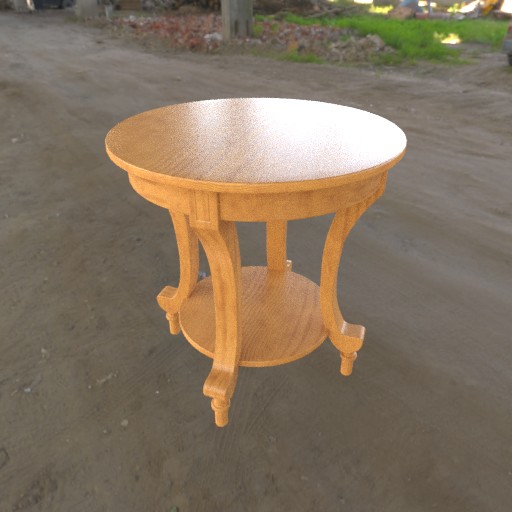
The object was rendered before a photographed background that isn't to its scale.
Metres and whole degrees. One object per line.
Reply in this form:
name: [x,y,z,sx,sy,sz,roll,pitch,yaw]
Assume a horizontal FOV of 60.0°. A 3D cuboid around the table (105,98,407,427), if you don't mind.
table: [0.000,0.000,1.070,0.597,0.612,0.597,0,31,0]
